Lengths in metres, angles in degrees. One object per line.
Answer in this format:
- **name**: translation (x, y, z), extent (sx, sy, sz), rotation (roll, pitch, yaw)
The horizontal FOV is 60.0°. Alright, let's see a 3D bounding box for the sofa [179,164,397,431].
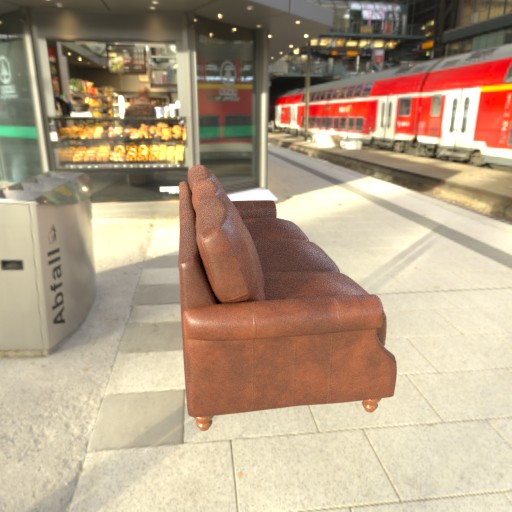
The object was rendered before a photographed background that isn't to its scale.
- **sofa**: translation (0.000, 0.000, 2.893), extent (0.973, 0.977, 2.351), rotation (-3, 18, -9)
